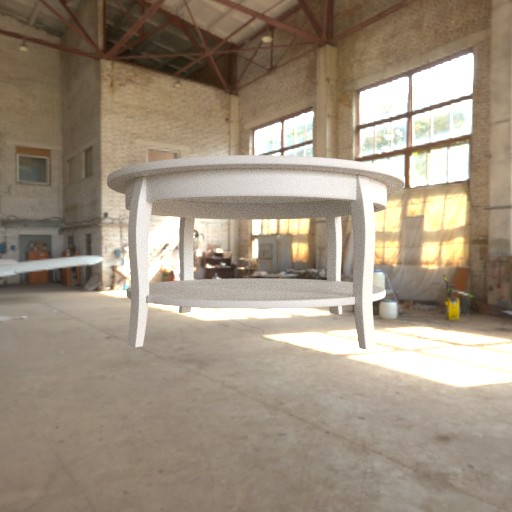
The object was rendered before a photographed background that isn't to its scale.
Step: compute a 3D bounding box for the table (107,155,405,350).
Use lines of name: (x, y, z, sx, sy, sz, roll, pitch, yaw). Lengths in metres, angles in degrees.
table: (0.000, 0.000, 1.432, 0.910, 0.457, 0.910, 0, 1, 0)
